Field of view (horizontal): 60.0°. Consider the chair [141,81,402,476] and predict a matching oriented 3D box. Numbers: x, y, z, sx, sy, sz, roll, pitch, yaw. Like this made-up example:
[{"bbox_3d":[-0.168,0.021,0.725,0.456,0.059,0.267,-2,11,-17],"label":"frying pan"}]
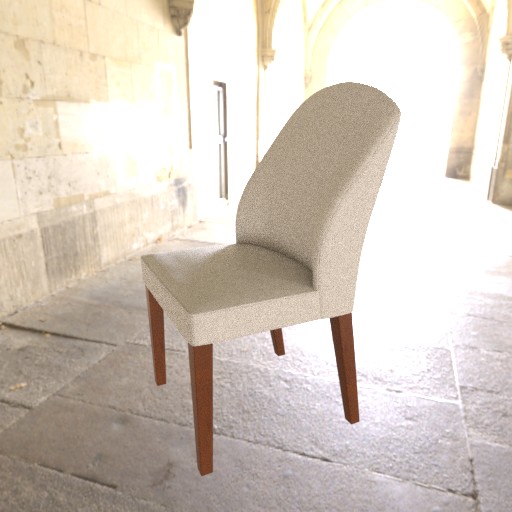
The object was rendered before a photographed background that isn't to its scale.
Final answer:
[{"bbox_3d":[0.000,0.000,1.191,0.540,0.893,0.472,-8,19,-25],"label":"chair"}]
